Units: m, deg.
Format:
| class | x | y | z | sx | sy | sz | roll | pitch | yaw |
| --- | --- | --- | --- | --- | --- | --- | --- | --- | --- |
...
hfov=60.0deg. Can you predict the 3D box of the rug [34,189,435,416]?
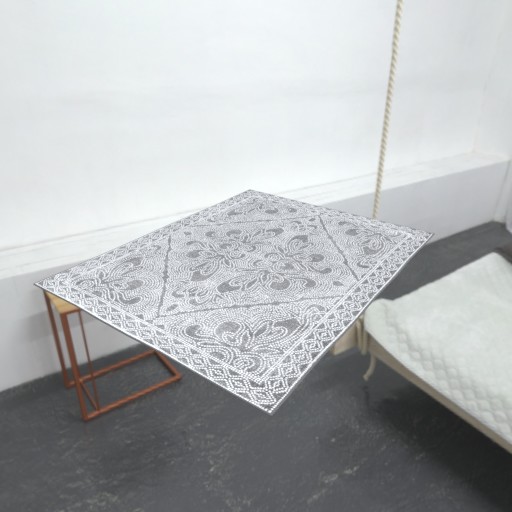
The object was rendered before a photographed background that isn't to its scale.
| class | x | y | z | sx | sy | sz | roll | pitch | yaw |
| --- | --- | --- | --- | --- | --- | --- | --- | --- | --- |
| rug | 0.000 | 0.000 | 4.167 | 2.438 | 0.012 | 3.048 | 19 | 33 | 32 |
